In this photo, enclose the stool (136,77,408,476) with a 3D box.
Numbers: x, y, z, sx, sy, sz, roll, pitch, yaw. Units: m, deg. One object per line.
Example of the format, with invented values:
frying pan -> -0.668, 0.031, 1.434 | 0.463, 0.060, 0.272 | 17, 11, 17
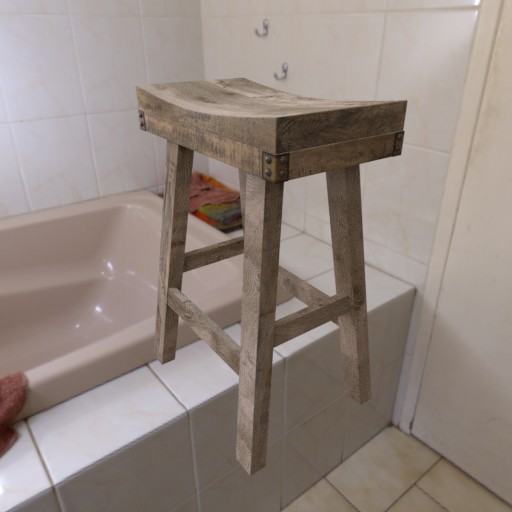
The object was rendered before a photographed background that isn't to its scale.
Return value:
stool -> 0.000, 0.000, 0.907 | 0.330, 0.635, 0.450 | -18, 32, -32
